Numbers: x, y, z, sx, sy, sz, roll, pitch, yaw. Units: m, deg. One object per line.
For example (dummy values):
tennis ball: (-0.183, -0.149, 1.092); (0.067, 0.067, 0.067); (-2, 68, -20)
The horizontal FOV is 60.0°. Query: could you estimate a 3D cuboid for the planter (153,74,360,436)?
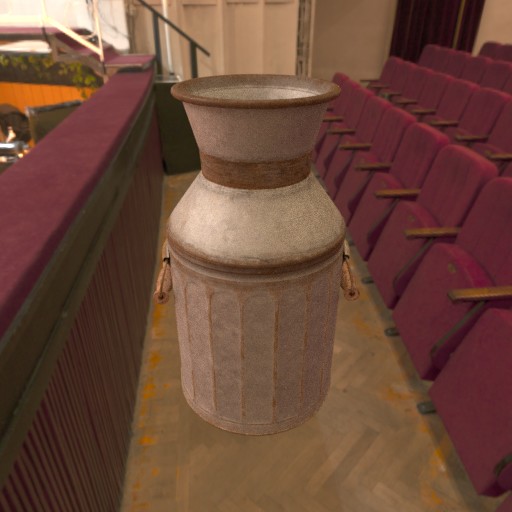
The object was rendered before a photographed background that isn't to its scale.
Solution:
planter: (0.000, 0.000, 0.544); (0.245, 0.396, 0.214); (-1, 30, -2)
